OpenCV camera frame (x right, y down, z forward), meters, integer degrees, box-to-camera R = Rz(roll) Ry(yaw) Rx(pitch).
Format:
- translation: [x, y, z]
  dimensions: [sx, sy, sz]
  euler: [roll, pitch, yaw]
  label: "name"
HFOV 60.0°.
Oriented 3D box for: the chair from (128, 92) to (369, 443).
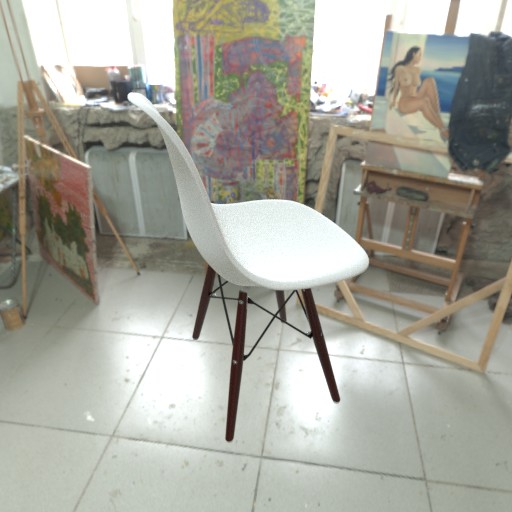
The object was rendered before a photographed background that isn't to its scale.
- translation: [0.000, 0.000, 1.157]
  dimensions: [0.533, 0.826, 0.470]
  euler: [-11, 32, -18]
  label: "chair"
